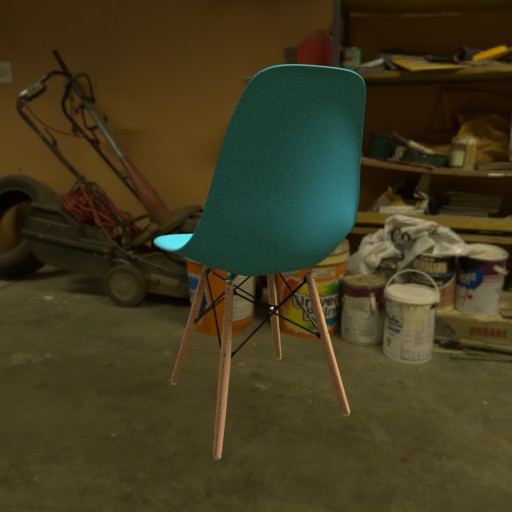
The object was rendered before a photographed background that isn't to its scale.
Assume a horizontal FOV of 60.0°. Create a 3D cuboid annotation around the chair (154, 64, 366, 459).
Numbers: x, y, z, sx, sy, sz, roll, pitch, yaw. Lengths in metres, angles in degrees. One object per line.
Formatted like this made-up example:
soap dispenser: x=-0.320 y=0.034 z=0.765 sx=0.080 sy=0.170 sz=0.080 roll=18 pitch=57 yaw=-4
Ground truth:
chair: x=0.000 y=0.000 z=1.130 sx=0.470 sy=0.826 sz=0.531 roll=-7 pitch=16 yaw=-26
